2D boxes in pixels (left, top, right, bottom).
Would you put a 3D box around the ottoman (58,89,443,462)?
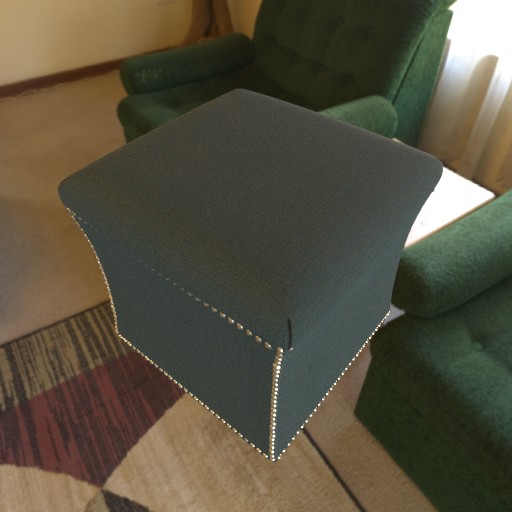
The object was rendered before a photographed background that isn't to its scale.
[{"bbox_3d":[0.000,0.000,0.905,0.507,0.475,0.497,30,52,27],"label":"ottoman"}]
